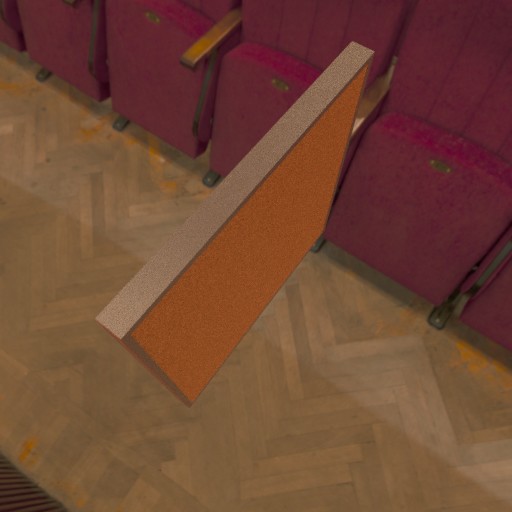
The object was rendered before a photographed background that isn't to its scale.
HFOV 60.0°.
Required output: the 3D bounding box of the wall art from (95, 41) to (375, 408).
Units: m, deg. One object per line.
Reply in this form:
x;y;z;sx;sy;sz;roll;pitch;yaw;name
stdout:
0.000;0.000;0.522;0.028;0.349;0.349;33;68;15;wall art
